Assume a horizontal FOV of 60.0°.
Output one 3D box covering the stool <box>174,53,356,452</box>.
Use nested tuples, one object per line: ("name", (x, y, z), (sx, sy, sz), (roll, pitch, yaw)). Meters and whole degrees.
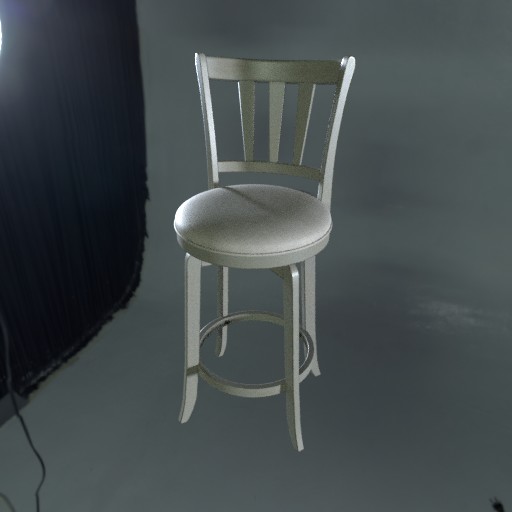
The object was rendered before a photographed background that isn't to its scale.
("stool", (0.000, 0.000, 1.276), (0.436, 1.042, 0.475), (8, 29, 14))
